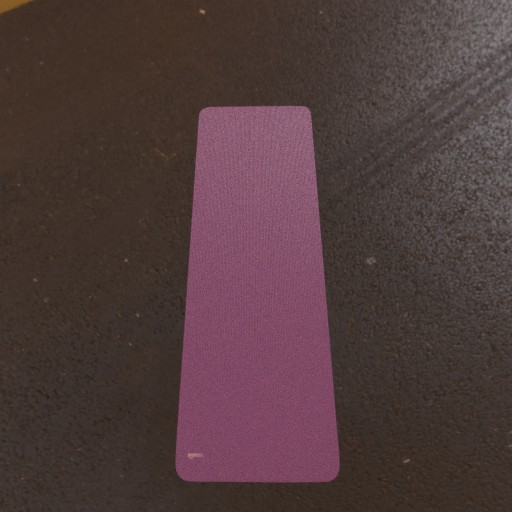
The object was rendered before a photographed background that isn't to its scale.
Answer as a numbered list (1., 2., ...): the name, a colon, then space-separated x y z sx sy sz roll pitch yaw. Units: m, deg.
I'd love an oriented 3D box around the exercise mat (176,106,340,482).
1. exercise mat: 0.000 0.000 2.053 0.616 0.021 1.869 0 63 0
